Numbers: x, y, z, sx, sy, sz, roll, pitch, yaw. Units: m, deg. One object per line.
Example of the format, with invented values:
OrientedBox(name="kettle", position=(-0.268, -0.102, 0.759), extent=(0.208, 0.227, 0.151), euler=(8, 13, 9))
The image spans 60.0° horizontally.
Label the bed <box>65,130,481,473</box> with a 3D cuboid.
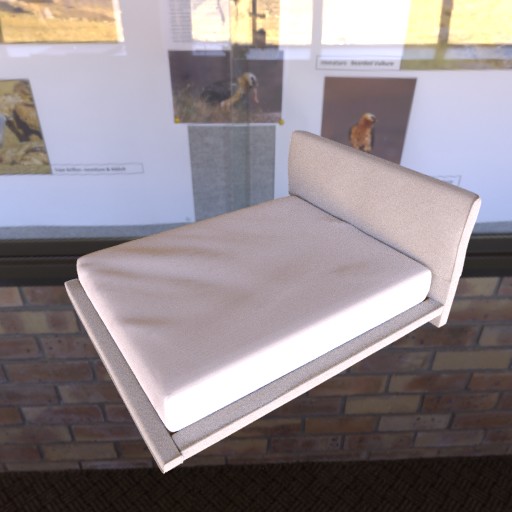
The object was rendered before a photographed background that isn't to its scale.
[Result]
OrientedBox(name="bed", position=(0.000, 0.000, 3.390), extent=(2.498, 1.126, 1.980), euler=(-20, 37, -29))
